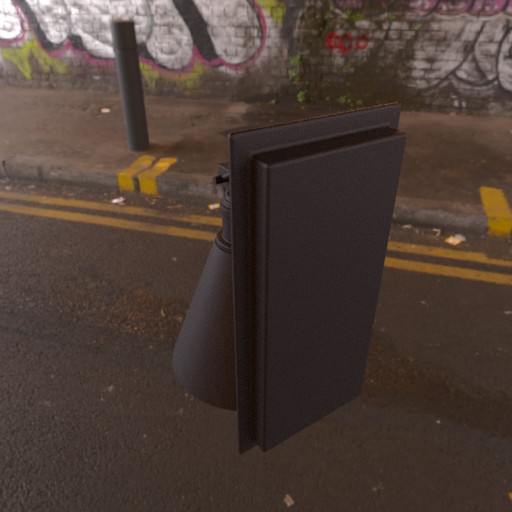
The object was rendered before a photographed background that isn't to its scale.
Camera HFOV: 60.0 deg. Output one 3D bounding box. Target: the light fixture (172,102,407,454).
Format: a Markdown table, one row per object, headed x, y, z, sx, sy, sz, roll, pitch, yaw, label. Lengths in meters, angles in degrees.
| x | y | z | sx | sy | sz | roll | pitch | yaw | label |
| --- | --- | --- | --- | --- | --- | --- | --- | --- | --- |
| 0.000 | 0.000 | 0.427 | 0.170 | 0.298 | 0.207 | -19 | 36 | -28 | light fixture |
